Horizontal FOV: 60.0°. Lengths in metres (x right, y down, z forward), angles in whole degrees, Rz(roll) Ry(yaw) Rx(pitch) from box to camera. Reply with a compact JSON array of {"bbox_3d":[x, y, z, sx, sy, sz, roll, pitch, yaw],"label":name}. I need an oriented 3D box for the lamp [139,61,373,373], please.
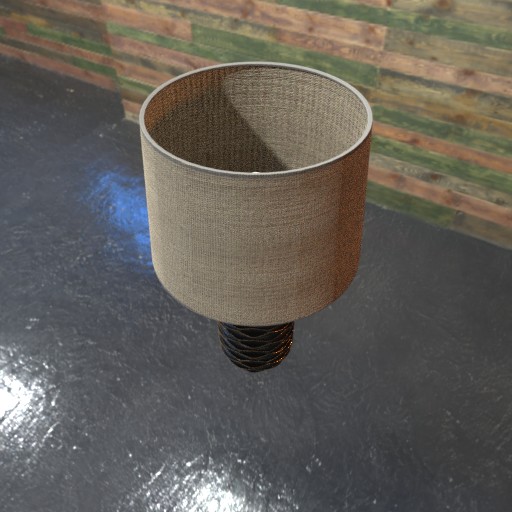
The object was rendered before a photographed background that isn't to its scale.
[{"bbox_3d":[0.000,0.000,0.836,0.376,0.594,0.376,0,45,0],"label":"lamp"}]
